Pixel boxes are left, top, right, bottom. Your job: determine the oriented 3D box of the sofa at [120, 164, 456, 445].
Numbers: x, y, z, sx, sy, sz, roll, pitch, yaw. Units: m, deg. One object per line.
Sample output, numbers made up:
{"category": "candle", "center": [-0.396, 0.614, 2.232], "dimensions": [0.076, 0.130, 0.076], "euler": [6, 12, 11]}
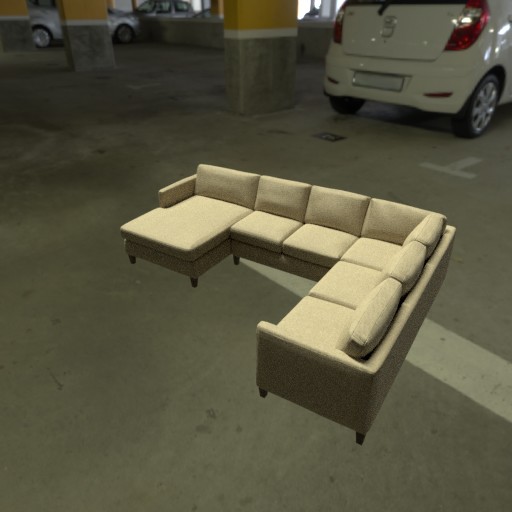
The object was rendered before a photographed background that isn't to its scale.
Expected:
{"category": "sofa", "center": [0.000, 0.000, 4.675], "dimensions": [3.460, 0.959, 2.593], "euler": [17, 34, 28]}
